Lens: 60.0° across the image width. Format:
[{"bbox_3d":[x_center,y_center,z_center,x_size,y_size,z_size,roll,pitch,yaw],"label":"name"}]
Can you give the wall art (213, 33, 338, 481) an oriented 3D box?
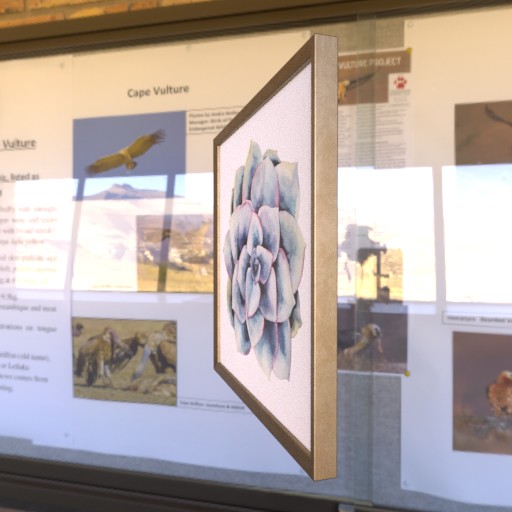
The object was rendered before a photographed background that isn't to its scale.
[{"bbox_3d":[0.000,0.000,0.742,0.030,0.506,0.503,0,1,-19],"label":"wall art"}]
